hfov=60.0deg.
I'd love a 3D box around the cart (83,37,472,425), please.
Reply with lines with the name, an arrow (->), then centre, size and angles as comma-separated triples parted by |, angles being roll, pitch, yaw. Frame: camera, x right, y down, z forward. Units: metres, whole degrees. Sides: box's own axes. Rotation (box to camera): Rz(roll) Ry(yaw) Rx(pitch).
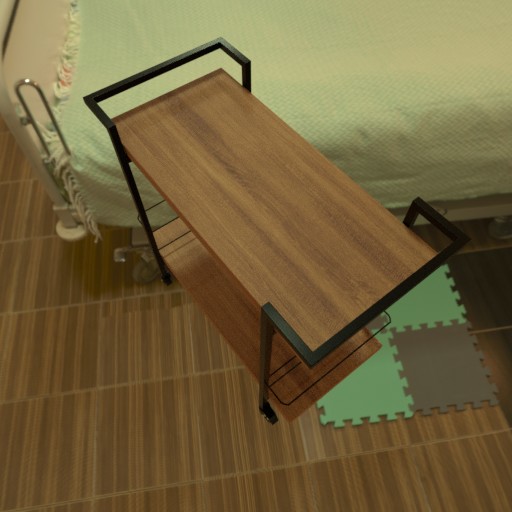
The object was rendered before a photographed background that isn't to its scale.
cart -> 0.000, 0.000, 1.250 | 0.406, 0.762, 0.806 | -33, 64, -19
